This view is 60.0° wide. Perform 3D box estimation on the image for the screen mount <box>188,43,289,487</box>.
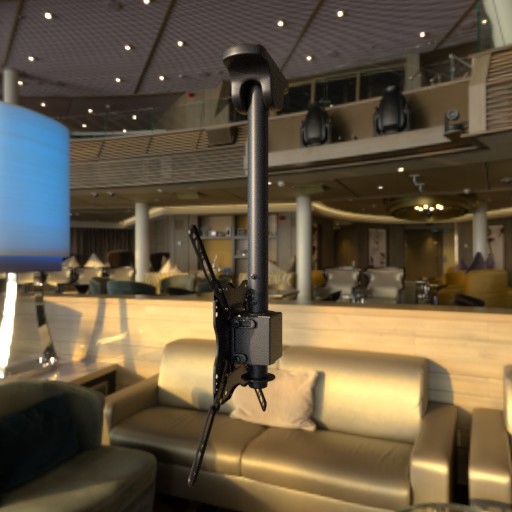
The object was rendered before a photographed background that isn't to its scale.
[{"bbox_3d":[0.000,0.000,0.861,0.090,0.729,0.393,0,0,19],"label":"screen mount"}]
